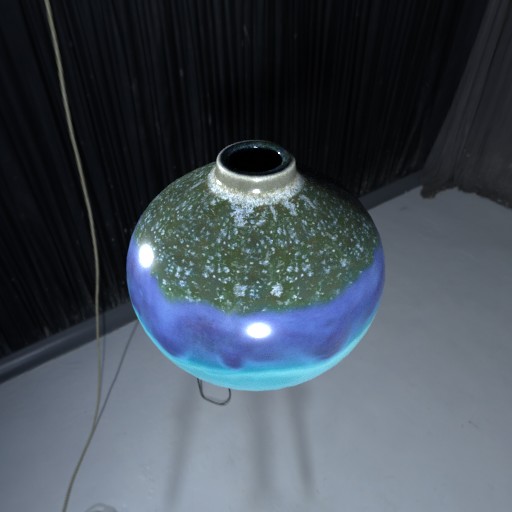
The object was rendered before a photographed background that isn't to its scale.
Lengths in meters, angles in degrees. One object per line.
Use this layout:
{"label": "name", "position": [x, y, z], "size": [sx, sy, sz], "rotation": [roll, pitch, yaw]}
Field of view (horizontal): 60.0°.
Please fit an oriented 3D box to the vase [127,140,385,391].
{"label": "vase", "position": [0.000, 0.000, 0.269], "size": [0.154, 0.133, 0.154], "rotation": [0, 41, 0]}
